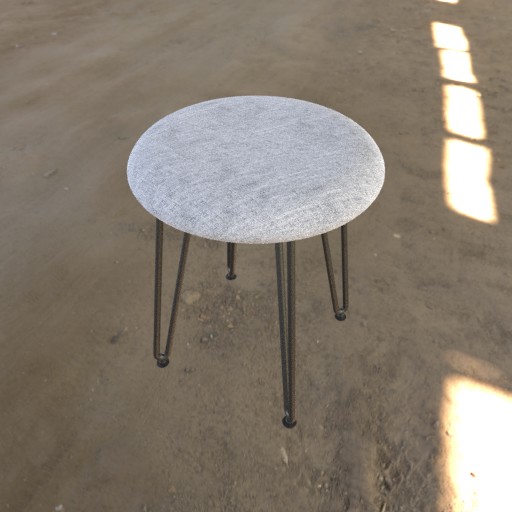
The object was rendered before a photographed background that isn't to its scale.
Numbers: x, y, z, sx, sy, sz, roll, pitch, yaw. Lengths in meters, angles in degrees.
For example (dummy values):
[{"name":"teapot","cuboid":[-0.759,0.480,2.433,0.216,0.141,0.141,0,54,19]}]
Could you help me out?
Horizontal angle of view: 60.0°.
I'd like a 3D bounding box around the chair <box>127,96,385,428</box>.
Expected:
[{"name":"chair","cuboid":[0.000,0.000,0.649,0.350,0.386,0.350,-12,43,-13]}]
